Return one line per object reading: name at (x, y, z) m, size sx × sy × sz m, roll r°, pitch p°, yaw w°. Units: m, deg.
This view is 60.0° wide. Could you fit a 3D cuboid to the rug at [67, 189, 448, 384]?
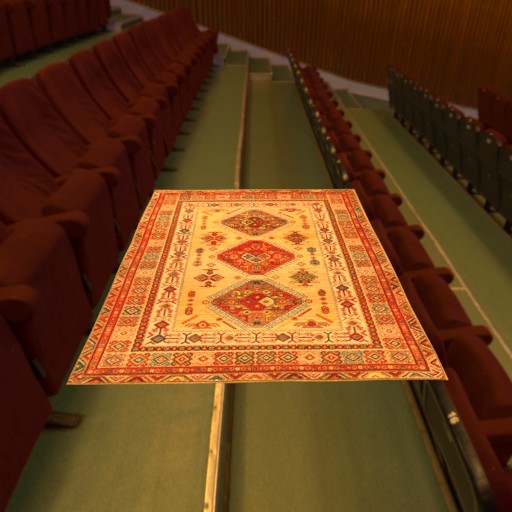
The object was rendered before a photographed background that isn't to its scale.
rug at (0.000, 0.000, 4.141) m, size 2.460 × 0.005 × 3.067 m, roll 0°, pitch 32°, yaw -1°
